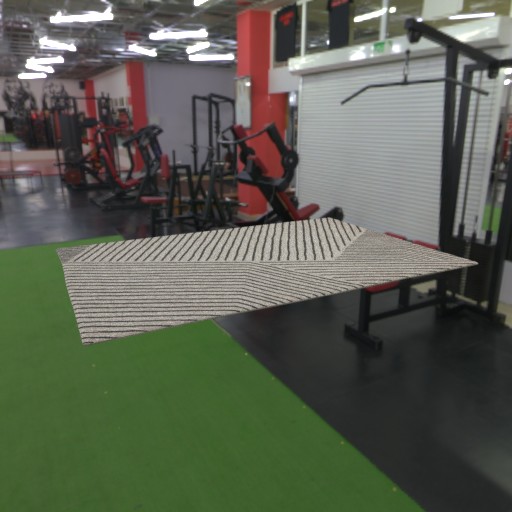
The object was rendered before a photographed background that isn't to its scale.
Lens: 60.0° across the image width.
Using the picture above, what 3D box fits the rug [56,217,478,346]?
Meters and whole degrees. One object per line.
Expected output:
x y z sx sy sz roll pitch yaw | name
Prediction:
0.000 0.000 2.306 1.842 0.019 1.237 -8 19 -26 | rug
